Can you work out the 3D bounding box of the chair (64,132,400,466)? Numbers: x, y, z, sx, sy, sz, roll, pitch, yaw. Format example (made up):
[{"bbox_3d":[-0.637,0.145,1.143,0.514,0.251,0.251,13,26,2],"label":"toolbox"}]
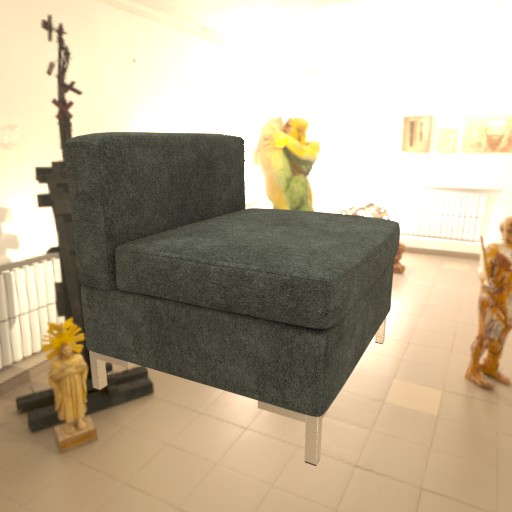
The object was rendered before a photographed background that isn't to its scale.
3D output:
[{"bbox_3d":[0.000,0.000,1.224,0.680,0.660,0.680,8,17,27],"label":"chair"}]
